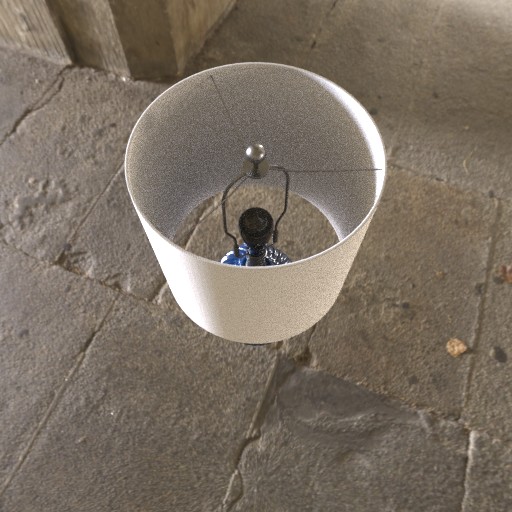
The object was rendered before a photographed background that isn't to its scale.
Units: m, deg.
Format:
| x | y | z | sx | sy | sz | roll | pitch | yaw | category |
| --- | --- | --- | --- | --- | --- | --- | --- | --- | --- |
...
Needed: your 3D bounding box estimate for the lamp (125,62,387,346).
| x | y | z | sx | sy | sz | roll | pitch | yaw | category |
| --- | --- | --- | --- | --- | --- | --- | --- | --- | --- |
| 0.000 | 0.000 | 0.505 | 0.203 | 0.368 | 0.203 | -21 | 65 | -10 | lamp |
